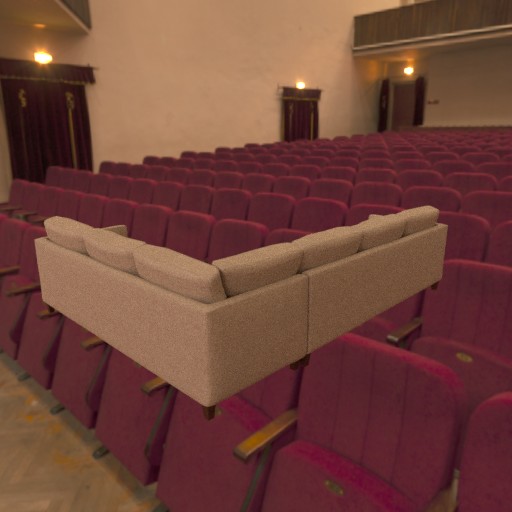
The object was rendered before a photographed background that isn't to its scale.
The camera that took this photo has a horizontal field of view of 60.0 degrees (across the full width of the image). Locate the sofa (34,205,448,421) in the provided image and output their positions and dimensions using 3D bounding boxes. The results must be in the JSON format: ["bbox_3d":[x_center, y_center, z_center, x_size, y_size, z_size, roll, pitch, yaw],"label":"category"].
[{"bbox_3d":[0.000,0.000,4.421,2.522,0.934,3.333,15,21,42],"label":"sofa"}]
